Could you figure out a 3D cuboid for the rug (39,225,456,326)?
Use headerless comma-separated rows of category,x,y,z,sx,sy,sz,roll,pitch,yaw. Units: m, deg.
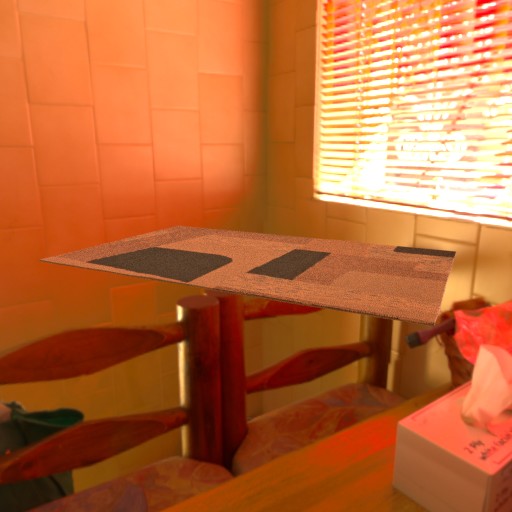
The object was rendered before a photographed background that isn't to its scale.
rug,0.000,0.000,3.034,2.436,0.015,1.521,7,15,26
